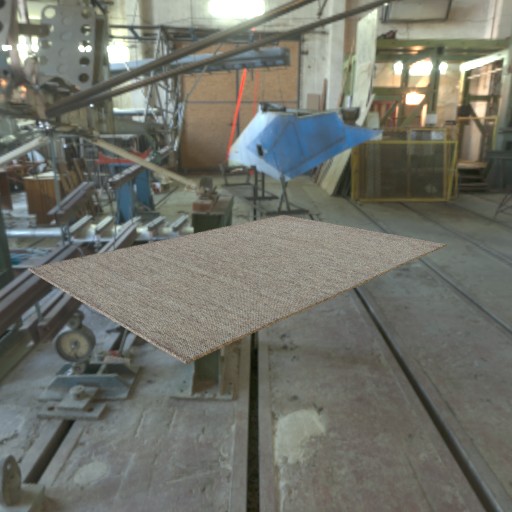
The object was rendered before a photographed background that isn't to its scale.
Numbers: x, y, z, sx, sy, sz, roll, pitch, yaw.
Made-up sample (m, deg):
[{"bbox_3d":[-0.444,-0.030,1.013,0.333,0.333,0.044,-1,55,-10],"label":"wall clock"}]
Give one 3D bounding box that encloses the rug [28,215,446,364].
[{"bbox_3d":[0.000,0.000,2.877,1.547,0.013,2.283,16,22,42],"label":"rug"}]
